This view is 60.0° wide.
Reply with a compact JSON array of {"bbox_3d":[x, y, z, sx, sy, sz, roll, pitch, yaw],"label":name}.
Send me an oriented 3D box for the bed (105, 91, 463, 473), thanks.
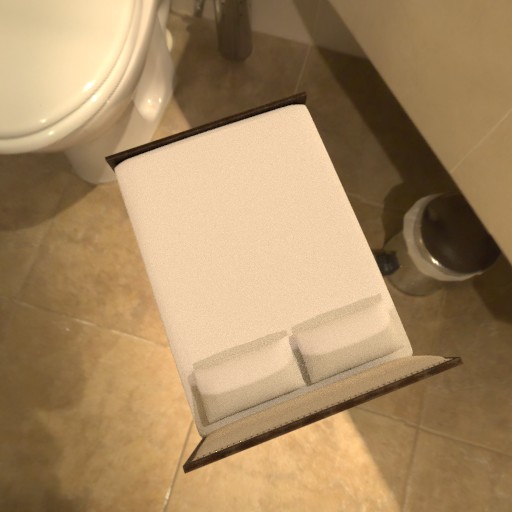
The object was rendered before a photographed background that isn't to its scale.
[{"bbox_3d":[0.000,0.000,3.244,1.607,1.313,2.221,-20,77,-5],"label":"bed"}]
